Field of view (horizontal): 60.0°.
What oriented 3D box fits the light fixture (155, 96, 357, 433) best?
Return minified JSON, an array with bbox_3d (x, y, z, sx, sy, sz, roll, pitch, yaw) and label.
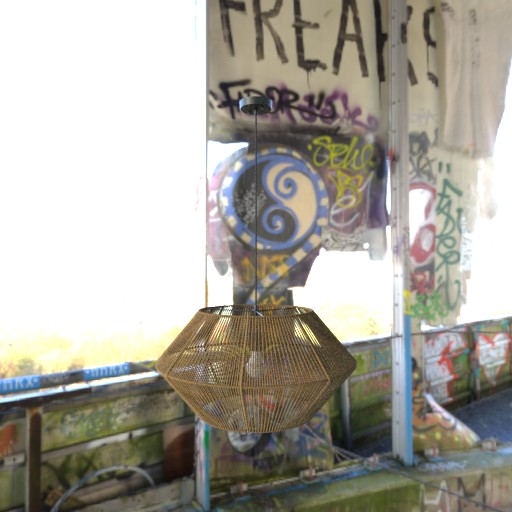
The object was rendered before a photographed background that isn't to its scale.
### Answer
[{"bbox_3d":[0.000,0.000,1.446,0.643,1.009,0.643,0,-1,0],"label":"light fixture"}]
